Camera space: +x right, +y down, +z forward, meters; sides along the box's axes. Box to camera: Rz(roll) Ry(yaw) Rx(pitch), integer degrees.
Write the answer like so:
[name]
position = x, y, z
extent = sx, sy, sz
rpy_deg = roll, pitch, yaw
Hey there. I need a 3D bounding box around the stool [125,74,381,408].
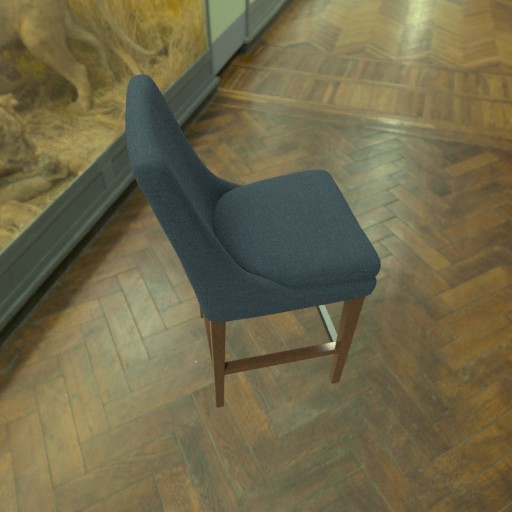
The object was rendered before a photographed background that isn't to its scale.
[stool]
position = 0.000, 0.000, 1.326
extent = 0.577, 0.981, 0.470
rpy_deg = -9, 46, -9
